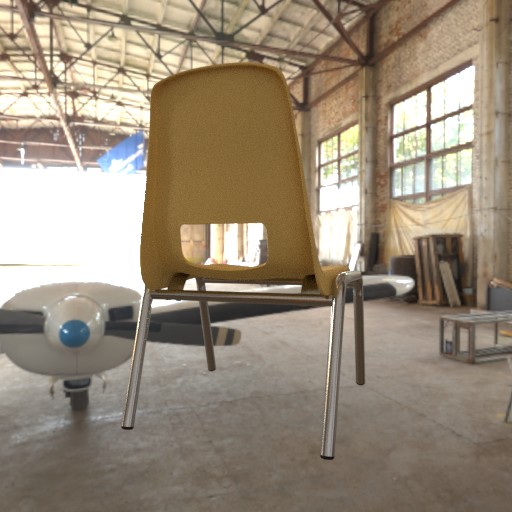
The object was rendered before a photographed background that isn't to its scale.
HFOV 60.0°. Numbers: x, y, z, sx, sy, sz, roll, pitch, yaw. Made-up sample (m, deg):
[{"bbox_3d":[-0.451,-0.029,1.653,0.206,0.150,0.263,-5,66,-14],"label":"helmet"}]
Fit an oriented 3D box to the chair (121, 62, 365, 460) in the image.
[{"bbox_3d":[0.000,0.000,0.792,0.354,0.536,0.385,0,1,18],"label":"chair"}]
